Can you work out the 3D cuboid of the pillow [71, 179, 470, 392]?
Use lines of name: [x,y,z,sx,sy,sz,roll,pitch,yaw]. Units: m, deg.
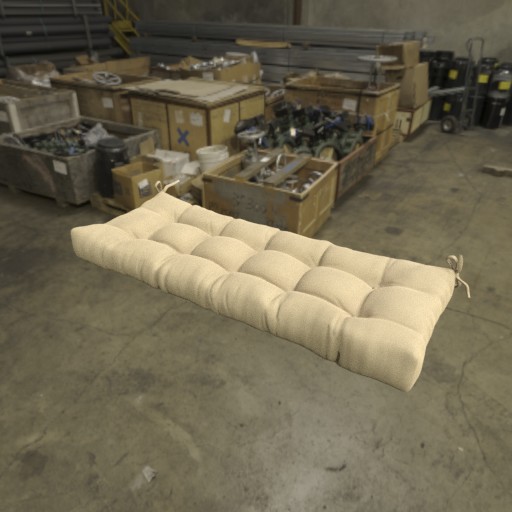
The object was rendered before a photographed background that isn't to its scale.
pillow: [0.000,0.000,1.369,1.194,0.174,0.511,18,34,28]
